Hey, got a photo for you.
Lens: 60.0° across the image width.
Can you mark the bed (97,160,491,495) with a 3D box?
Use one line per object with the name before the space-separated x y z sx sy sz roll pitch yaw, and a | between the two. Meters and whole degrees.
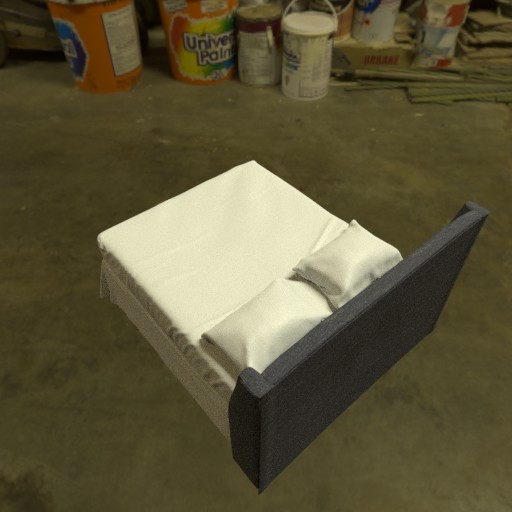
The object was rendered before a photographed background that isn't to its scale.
bed | 0.000 0.000 3.354 1.925 1.332 2.276 -31 53 -27
